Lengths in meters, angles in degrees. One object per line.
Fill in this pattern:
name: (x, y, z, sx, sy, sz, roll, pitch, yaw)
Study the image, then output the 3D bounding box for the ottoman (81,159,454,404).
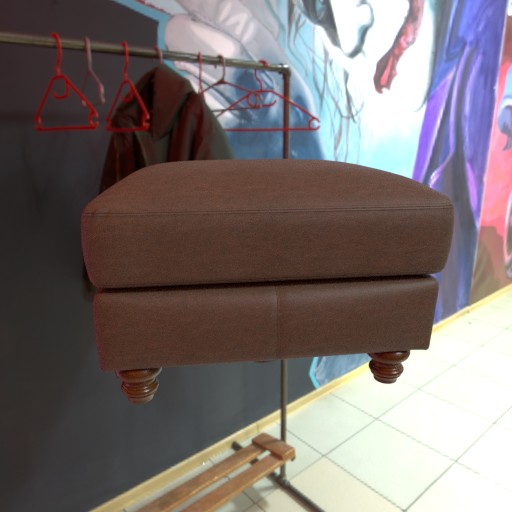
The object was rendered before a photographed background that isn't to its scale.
ottoman: (0.000, 0.000, 1.200, 0.787, 0.508, 0.635, -2, 15, -8)
